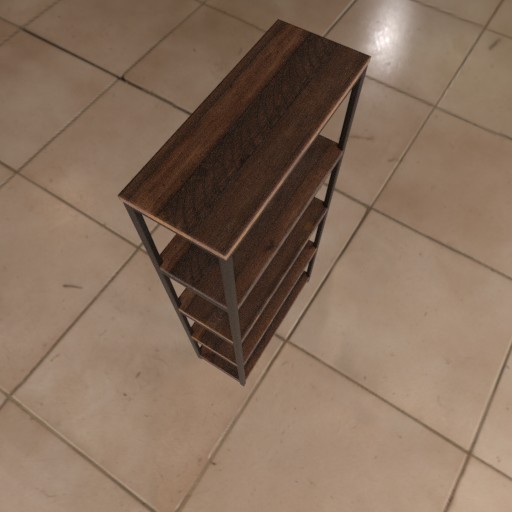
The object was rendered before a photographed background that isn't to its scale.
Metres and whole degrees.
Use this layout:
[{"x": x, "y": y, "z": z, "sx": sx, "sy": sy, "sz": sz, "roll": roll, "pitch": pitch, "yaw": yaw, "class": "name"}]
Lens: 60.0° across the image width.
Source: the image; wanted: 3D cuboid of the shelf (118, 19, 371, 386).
[{"x": 0.000, "y": 0.000, "z": 2.180, "sx": 0.359, "sy": 1.860, "sz": 0.874, "roll": 29, "pitch": 67, "yaw": 14, "class": "shelf"}]
